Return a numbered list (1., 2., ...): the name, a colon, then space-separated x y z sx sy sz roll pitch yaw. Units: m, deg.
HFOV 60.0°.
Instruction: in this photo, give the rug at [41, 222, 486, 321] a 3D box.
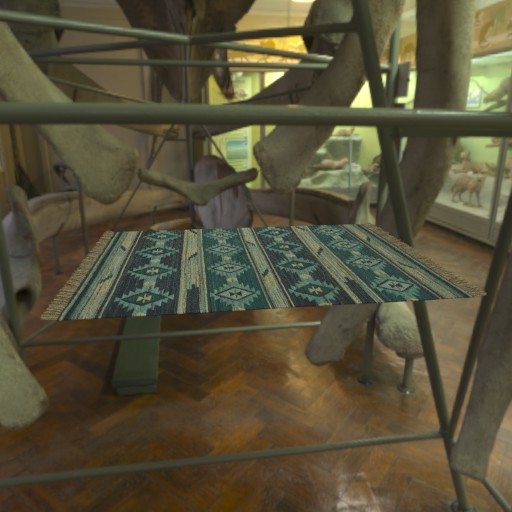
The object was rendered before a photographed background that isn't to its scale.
1. rug: 0.000 0.000 4.341 3.307 0.047 2.418 -2 18 -7
